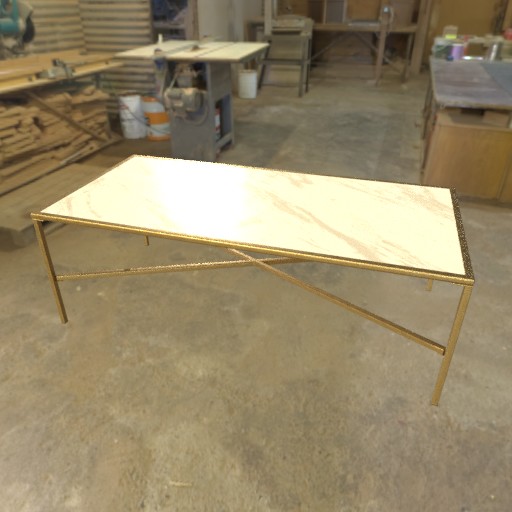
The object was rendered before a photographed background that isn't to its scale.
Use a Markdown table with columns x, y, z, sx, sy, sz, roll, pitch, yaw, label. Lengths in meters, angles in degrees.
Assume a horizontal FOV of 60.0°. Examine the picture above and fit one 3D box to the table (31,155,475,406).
| x | y | z | sx | sy | sz | roll | pitch | yaw | label |
| --- | --- | --- | --- | --- | --- | --- | --- | --- | --- |
| 0.000 | 0.000 | 1.476 | 1.197 | 0.405 | 0.577 | 9 | 32 | 15 | table |
